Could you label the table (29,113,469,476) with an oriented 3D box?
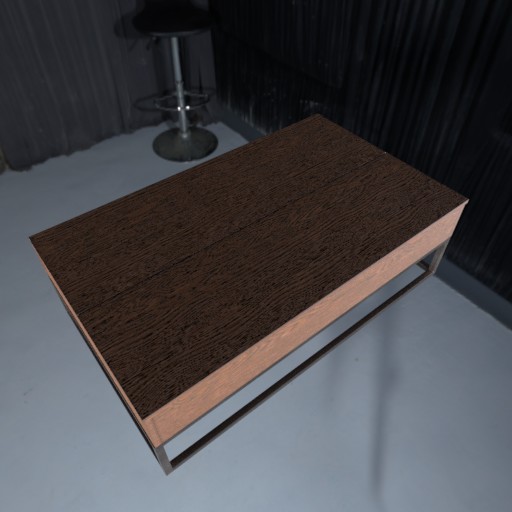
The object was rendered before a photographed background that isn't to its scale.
[{"bbox_3d":[0.000,0.000,1.492,1.167,0.361,0.719,-30,53,-25],"label":"table"}]
